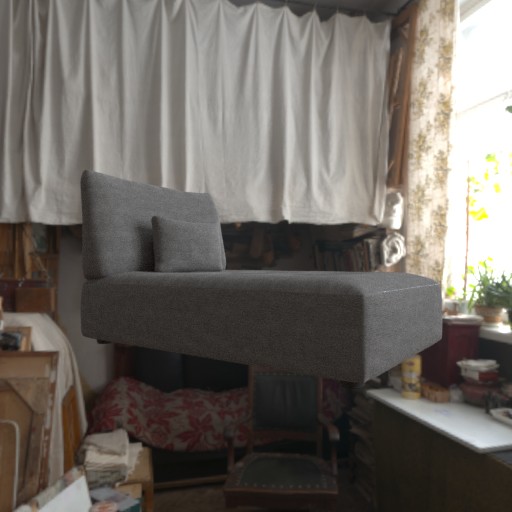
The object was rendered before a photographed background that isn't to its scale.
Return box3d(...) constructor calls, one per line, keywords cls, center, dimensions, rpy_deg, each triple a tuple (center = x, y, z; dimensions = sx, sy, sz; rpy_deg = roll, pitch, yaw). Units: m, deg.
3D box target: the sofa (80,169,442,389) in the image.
box3d(cls="sofa", center=(0.000, 0.000, 2.049), dimensions=(1.450, 0.820, 0.930), rpy_deg=(-1, -1, 36))
